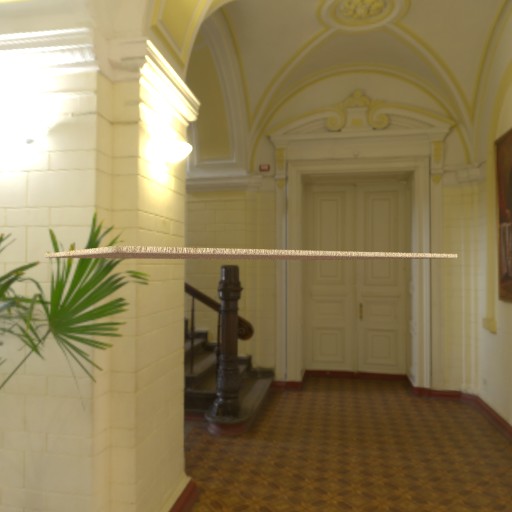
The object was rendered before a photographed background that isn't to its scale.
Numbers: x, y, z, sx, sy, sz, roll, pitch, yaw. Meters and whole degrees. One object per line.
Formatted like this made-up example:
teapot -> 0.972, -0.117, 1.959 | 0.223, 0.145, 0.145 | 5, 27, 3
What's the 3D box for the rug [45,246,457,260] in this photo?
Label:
rug -> 0.000, 0.000, 2.962 | 2.349, 0.026, 1.500 | 1, -1, -35
